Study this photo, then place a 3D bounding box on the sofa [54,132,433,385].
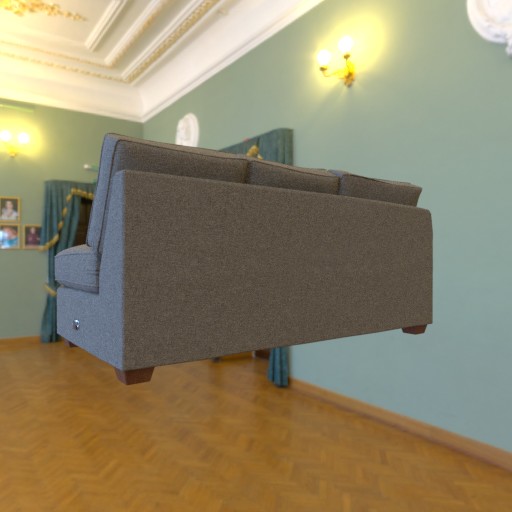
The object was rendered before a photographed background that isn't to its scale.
[{"bbox_3d":[0.000,0.000,2.530,1.963,0.946,1.034,0,0,-37],"label":"sofa"}]
